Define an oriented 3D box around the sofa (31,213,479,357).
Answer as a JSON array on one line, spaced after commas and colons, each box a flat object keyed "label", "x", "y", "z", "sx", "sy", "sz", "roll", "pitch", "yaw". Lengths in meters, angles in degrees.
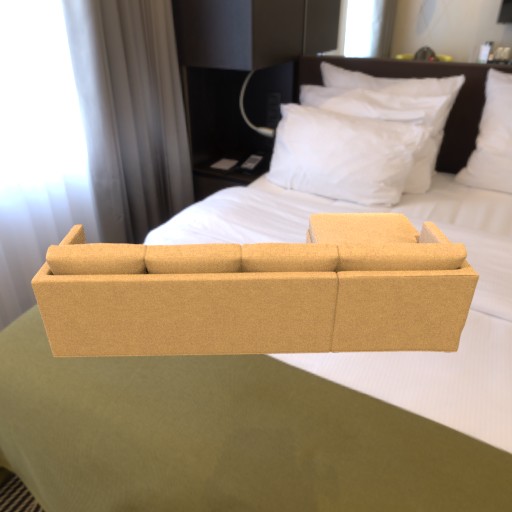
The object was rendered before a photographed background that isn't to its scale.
[{"label": "sofa", "x": 0.000, "y": 0.000, "z": 3.953, "sx": 3.198, "sy": 0.920, "sz": 1.638, "roll": -1, "pitch": 30, "yaw": -1}]
